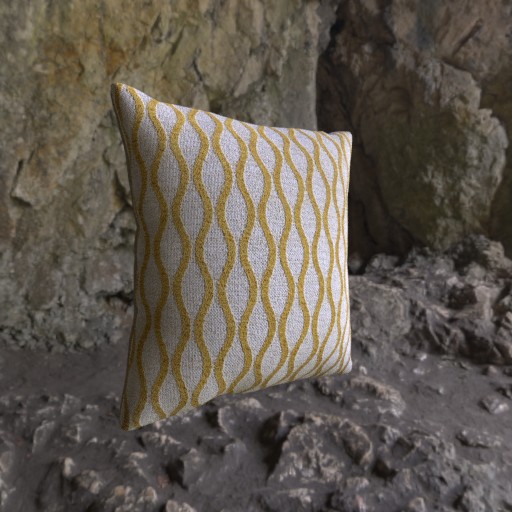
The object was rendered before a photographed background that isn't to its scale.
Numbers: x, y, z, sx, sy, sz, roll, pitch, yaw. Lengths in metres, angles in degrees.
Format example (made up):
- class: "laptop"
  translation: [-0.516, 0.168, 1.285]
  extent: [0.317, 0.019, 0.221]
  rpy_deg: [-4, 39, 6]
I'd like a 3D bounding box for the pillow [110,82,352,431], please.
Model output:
- class: "pillow"
  translation: [0.000, 0.000, 0.667]
  extent: [0.429, 0.436, 0.159]
  rpy_deg: [-1, 2, -37]
